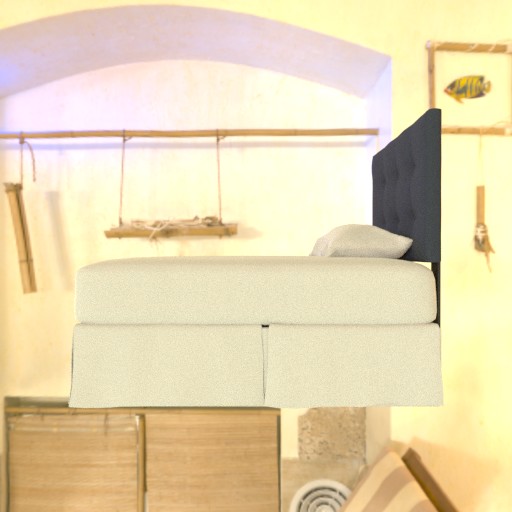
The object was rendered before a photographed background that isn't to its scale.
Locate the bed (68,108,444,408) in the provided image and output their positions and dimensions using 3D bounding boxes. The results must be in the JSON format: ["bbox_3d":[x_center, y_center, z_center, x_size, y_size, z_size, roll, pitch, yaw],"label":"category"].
[{"bbox_3d":[0.000,0.000,2.896,1.997,1.571,1.261,0,0,0],"label":"bed"}]
